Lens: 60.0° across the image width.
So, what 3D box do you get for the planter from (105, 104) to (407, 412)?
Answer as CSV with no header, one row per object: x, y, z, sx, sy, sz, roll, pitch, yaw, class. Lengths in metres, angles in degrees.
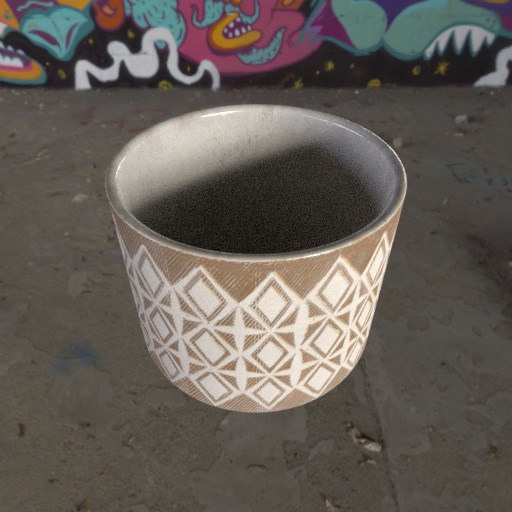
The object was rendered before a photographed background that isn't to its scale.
0.000,0.000,0.346,0.193,0.165,0.193,0,41,0,planter
